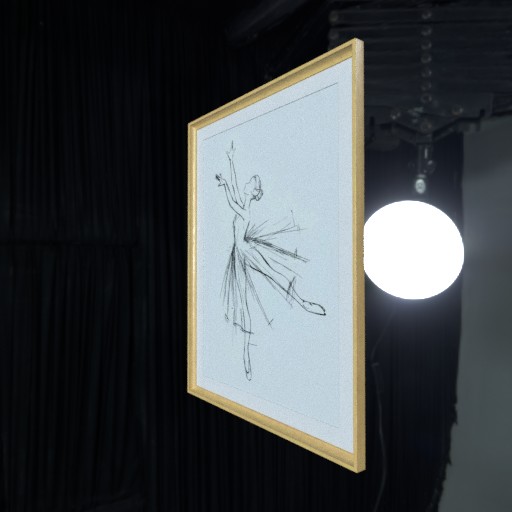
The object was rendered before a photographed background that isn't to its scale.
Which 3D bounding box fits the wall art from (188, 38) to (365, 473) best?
[{"bbox_3d":[0.000,0.000,1.346,0.030,1.002,0.798,1,-1,-37],"label":"wall art"}]
